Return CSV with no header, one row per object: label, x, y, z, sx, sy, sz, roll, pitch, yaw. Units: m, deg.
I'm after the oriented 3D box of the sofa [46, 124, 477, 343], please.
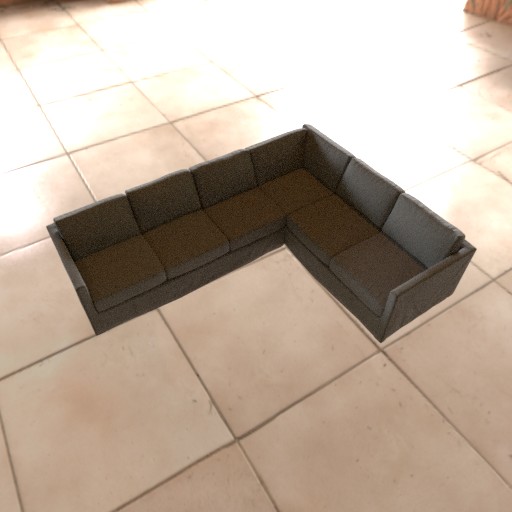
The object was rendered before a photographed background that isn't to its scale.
sofa,0.000,0.000,4.252,3.182,0.871,2.432,-25,52,-22
